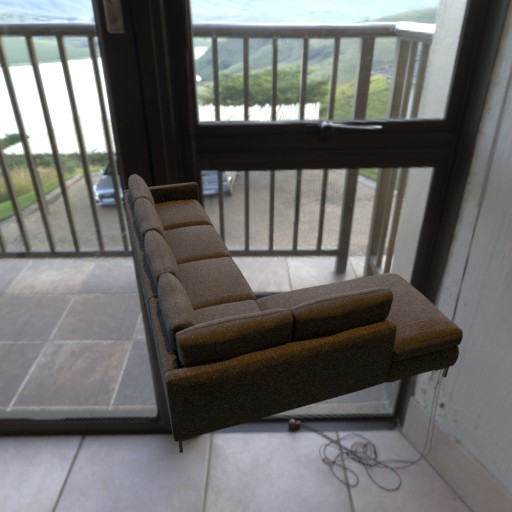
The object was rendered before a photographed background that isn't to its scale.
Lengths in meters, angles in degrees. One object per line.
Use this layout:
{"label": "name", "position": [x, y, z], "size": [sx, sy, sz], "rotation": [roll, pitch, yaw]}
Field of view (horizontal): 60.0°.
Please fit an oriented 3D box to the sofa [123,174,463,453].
{"label": "sofa", "position": [0.000, 0.000, 3.908], "size": [2.007, 0.815, 2.949], "rotation": [-10, 31, -16]}
